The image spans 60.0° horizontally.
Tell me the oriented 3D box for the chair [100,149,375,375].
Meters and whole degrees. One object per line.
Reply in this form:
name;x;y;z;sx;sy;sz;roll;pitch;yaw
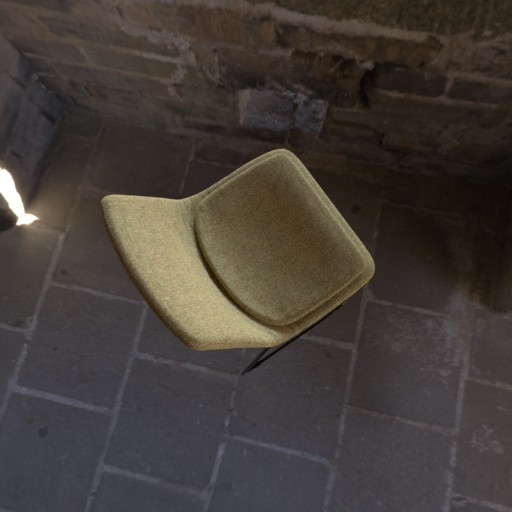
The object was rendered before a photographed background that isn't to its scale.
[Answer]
chair;0.000;0.000;1.155;0.496;0.849;0.479;-33;79;-8
